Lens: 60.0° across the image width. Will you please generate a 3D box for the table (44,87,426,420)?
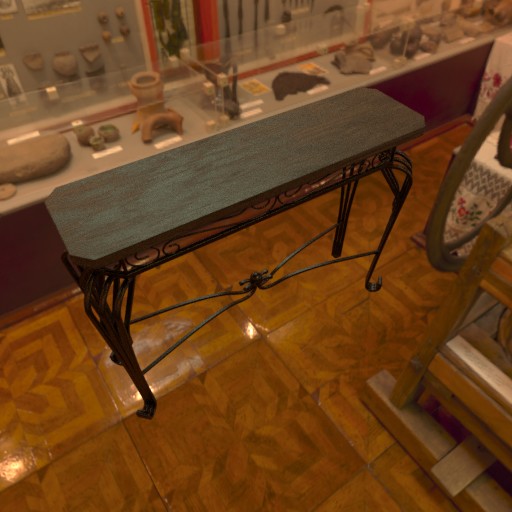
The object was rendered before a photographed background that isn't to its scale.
[{"bbox_3d":[0.000,0.000,1.491,1.112,0.800,0.329,-25,51,-22],"label":"table"}]
